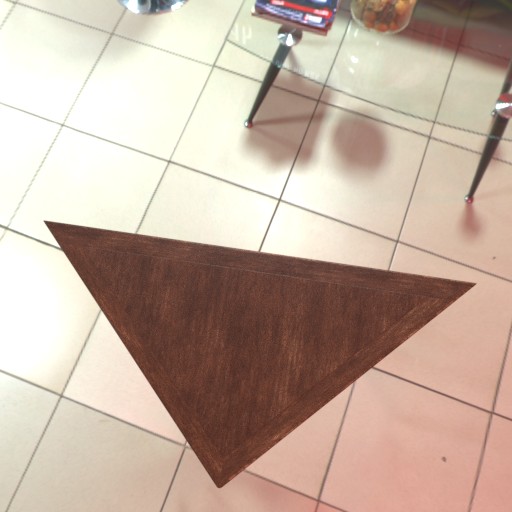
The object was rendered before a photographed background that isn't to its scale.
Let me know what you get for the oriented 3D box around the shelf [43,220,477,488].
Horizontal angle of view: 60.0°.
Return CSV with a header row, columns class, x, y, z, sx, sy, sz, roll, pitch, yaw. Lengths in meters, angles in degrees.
class,x,y,z,sx,sy,sz,roll,pitch,yaw
shelf,0.000,0.000,0.439,0.296,0.035,0.296,-36,78,-9
